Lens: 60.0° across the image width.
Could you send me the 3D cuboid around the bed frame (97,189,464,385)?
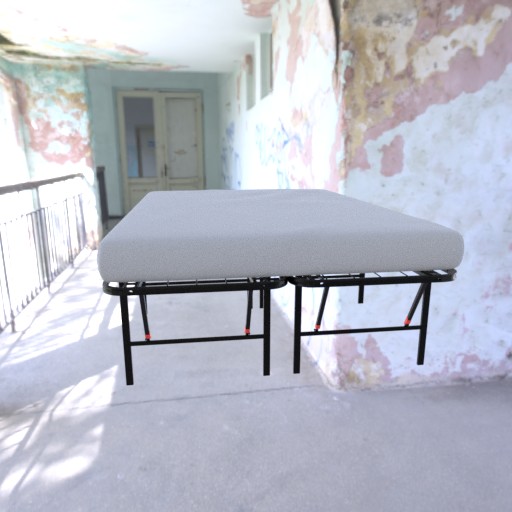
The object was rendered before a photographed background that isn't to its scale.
[{"bbox_3d":[0.000,0.000,2.556,1.372,0.637,1.905,-2,14,-8],"label":"bed frame"}]
